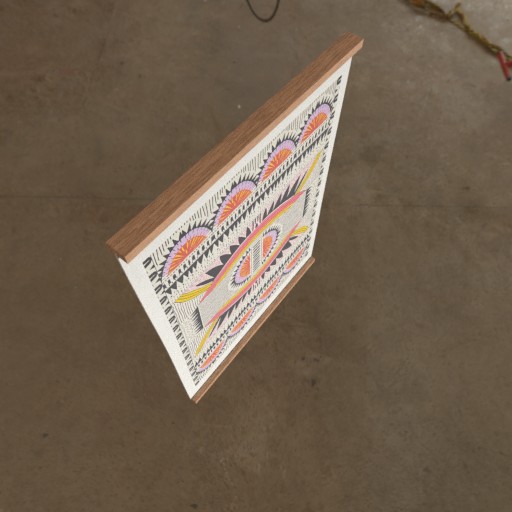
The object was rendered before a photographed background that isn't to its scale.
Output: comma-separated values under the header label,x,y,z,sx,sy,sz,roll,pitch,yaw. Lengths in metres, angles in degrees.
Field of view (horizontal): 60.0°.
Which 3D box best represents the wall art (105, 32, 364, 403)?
label,x,y,z,sx,sy,sz,roll,pitch,yaw
wall art,0.000,0.000,0.791,0.028,0.609,0.456,34,64,19
